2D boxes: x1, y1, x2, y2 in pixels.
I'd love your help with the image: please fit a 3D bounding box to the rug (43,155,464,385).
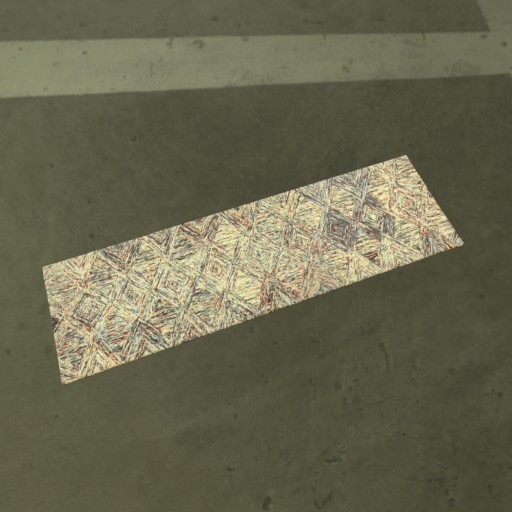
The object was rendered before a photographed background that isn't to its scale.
[{"bbox_3d":[0.000,0.000,2.505,2.292,0.015,0.688,-18,65,-9],"label":"rug"}]
